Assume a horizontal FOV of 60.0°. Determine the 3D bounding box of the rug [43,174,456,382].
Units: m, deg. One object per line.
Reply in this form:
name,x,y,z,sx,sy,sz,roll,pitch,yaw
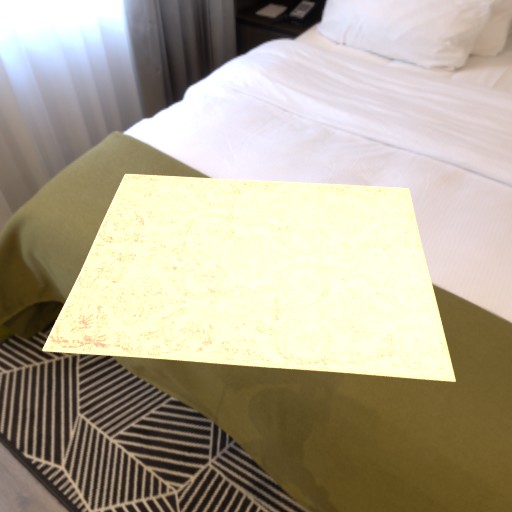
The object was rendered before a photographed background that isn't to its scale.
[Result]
rug,0.000,0.000,2.893,2.202,0.014,1.598,3,47,3
